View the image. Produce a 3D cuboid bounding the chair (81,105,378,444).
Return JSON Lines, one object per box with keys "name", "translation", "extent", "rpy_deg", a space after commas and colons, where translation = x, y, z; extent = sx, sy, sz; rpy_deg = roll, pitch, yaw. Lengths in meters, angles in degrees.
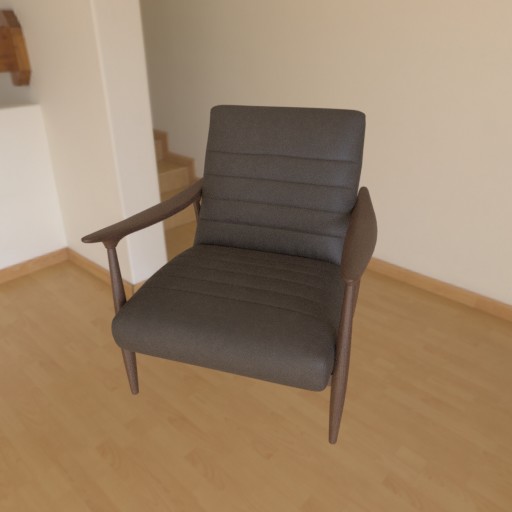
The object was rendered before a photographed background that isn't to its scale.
{"name": "chair", "translation": [0.000, 0.000, 1.446], "extent": [0.741, 0.831, 0.798], "rpy_deg": [8, 29, 15]}
